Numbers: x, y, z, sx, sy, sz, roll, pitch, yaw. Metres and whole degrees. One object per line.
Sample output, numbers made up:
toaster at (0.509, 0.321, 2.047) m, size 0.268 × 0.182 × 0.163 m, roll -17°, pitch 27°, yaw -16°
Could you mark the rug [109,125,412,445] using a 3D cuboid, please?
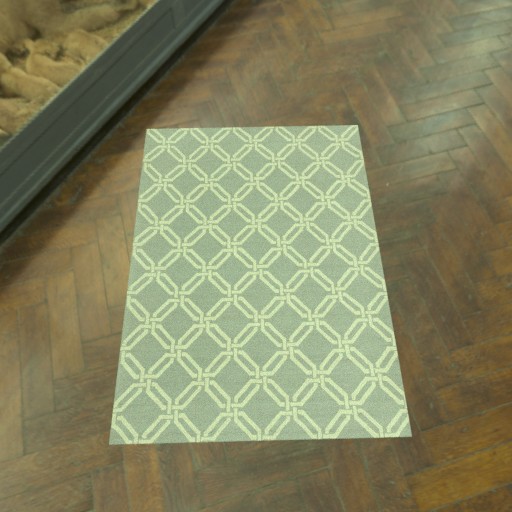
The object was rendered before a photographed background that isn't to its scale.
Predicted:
rug at (0.000, 0.000, 4.341) m, size 2.438 × 0.013 × 3.353 m, roll -1°, pitch 62°, yaw -1°
